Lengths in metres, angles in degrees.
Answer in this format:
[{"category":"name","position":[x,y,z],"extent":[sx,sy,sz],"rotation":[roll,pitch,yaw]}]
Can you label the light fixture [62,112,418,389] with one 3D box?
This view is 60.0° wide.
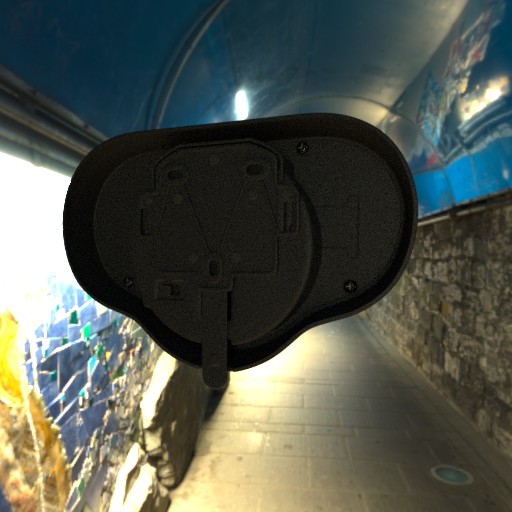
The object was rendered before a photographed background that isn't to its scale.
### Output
[{"category":"light fixture","position":[0.000,0.000,0.338],"extent":[0.229,0.159,0.159],"rotation":[0,0,19]}]
